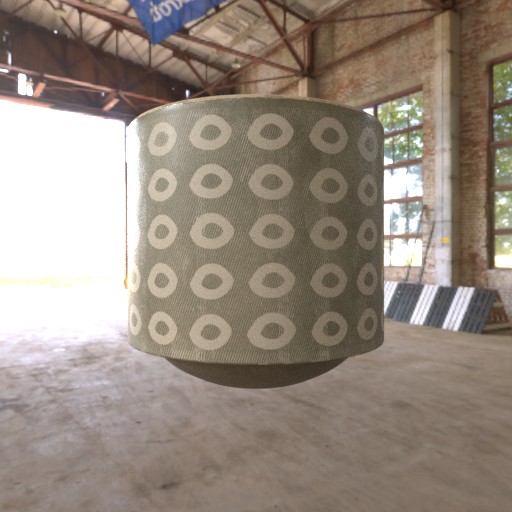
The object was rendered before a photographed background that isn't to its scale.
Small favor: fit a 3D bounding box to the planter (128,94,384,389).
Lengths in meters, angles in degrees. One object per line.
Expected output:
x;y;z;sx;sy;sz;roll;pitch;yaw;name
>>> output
0.000;0.000;0.450;0.250;0.239;0.250;0;0;0;planter
